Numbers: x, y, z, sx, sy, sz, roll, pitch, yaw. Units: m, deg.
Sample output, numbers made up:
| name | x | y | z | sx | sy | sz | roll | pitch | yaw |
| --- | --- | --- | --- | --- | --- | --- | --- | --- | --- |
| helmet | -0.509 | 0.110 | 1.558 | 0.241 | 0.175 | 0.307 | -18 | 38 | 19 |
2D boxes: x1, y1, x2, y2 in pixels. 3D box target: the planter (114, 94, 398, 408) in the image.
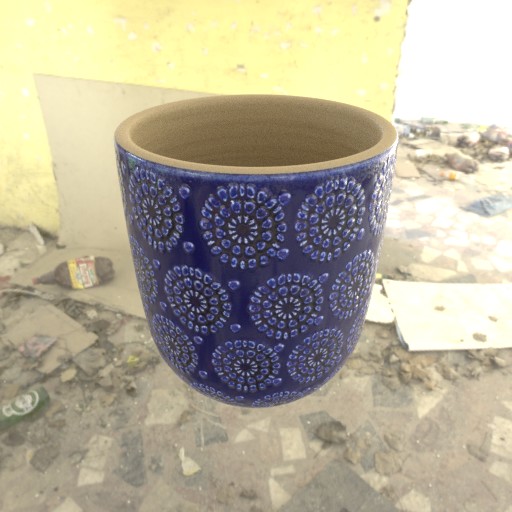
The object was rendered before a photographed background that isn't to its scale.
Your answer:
| name | x | y | z | sx | sy | sz | roll | pitch | yaw |
| --- | --- | --- | --- | --- | --- | --- | --- | --- | --- |
| planter | 0.000 | 0.000 | 0.345 | 0.184 | 0.206 | 0.184 | 0 | 31 | 0 |
